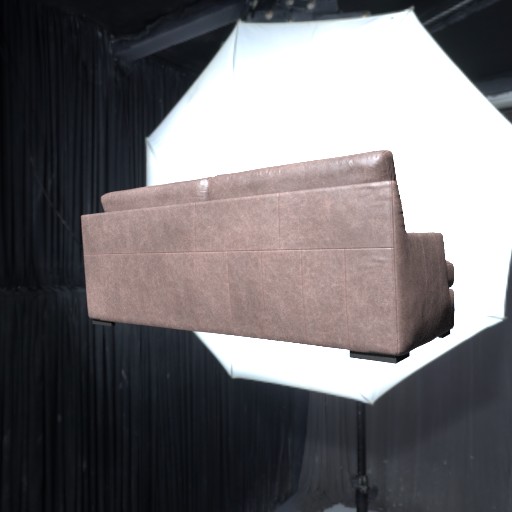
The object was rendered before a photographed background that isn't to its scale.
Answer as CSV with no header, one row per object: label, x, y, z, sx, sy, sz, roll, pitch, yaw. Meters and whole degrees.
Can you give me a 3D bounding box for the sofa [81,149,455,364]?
sofa,0.000,0.000,2.867,2.261,0.941,1.143,-1,-1,36
